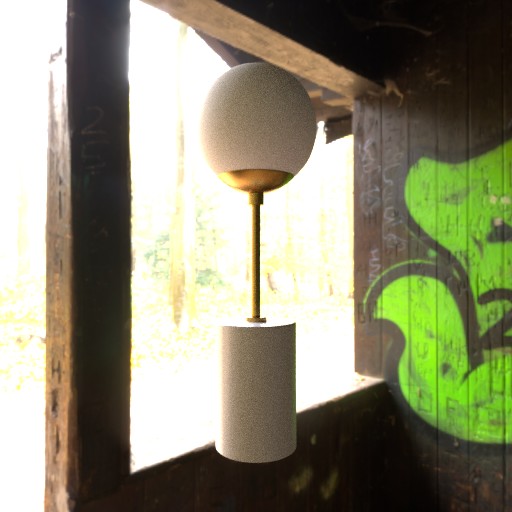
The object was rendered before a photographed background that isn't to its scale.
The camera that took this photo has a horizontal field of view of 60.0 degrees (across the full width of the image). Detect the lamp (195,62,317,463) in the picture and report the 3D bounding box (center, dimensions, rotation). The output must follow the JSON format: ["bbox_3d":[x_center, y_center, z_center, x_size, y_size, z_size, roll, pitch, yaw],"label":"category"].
[{"bbox_3d":[0.000,0.000,0.564,0.153,0.480,0.153,0,-1,0],"label":"lamp"}]
